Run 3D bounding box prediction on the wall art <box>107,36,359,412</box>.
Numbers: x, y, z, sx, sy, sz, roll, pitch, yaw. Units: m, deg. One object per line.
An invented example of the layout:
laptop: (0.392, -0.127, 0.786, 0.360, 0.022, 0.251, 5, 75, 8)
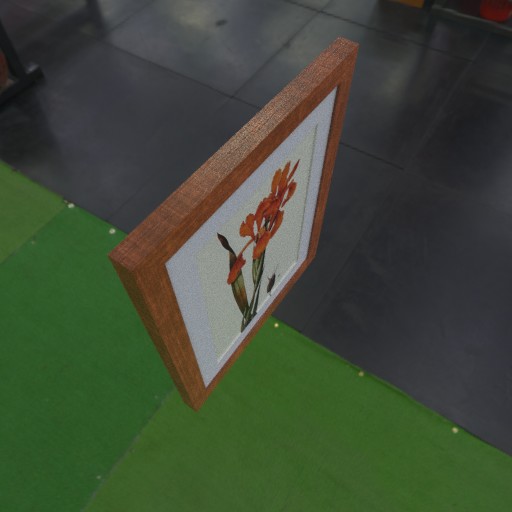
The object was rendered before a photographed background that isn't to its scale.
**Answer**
wall art: (0.000, 0.000, 0.779, 0.033, 0.567, 0.467, 31, 62, 18)
